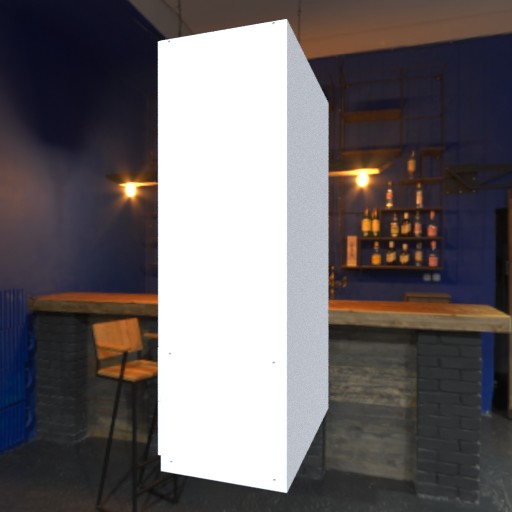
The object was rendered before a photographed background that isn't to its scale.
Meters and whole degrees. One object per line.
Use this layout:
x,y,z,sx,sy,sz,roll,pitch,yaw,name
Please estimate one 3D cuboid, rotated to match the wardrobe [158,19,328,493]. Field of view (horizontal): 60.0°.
0.000,0.000,2.251,0.577,1.808,0.991,0,0,18,wardrobe
